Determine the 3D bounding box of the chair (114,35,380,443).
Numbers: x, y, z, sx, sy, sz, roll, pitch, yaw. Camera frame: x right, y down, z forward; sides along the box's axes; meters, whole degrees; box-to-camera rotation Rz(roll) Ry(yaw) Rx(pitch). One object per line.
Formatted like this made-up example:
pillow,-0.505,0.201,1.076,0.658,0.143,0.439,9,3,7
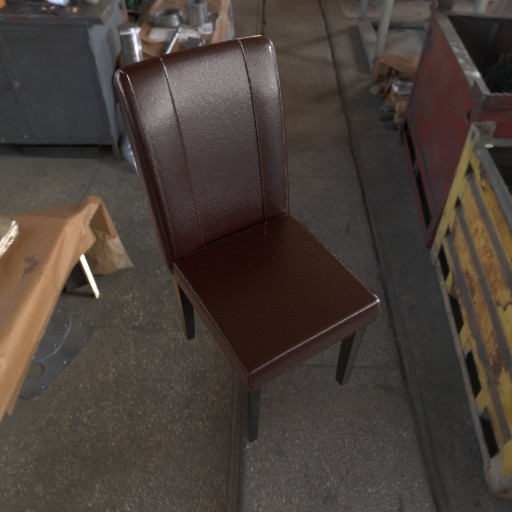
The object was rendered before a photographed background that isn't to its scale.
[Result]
chair,0.000,0.000,1.168,0.399,0.897,0.556,-24,51,-21
